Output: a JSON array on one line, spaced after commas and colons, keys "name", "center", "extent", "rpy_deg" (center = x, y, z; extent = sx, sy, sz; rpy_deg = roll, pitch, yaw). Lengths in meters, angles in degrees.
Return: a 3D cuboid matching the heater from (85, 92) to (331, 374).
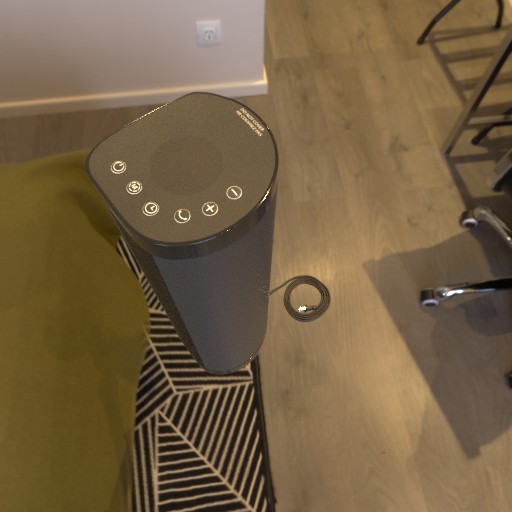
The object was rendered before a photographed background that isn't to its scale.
[{"name": "heater", "center": [0.000, 0.000, 0.682], "extent": [0.312, 0.552, 0.174], "rpy_deg": [-34, 69, -16]}]
